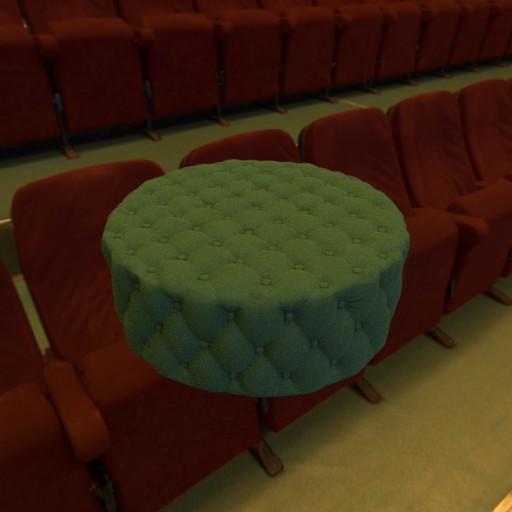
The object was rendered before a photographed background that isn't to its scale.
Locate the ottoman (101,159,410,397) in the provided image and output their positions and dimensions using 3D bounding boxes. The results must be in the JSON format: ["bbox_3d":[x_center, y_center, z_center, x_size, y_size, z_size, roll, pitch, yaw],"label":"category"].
[{"bbox_3d":[0.000,0.000,1.556,0.998,0.399,0.998,0,32,0],"label":"ottoman"}]
